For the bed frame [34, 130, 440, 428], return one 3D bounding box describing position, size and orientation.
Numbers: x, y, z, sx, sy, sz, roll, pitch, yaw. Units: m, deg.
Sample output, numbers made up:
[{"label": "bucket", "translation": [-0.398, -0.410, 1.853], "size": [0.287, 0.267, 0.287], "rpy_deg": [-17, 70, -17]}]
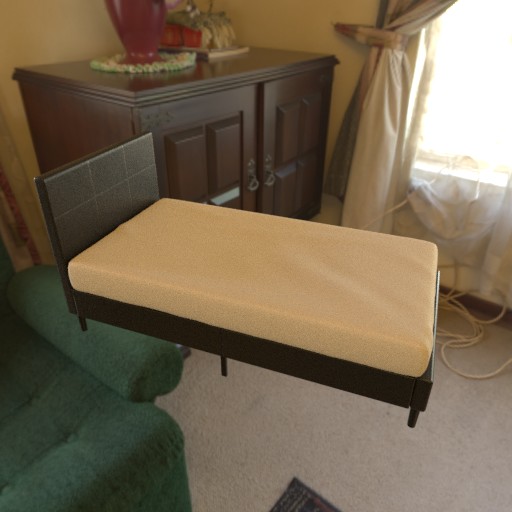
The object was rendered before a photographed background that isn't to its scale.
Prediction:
[{"label": "bed frame", "translation": [0.000, 0.000, 2.498], "size": [2.152, 1.046, 1.038], "rpy_deg": [11, 32, 18]}]
